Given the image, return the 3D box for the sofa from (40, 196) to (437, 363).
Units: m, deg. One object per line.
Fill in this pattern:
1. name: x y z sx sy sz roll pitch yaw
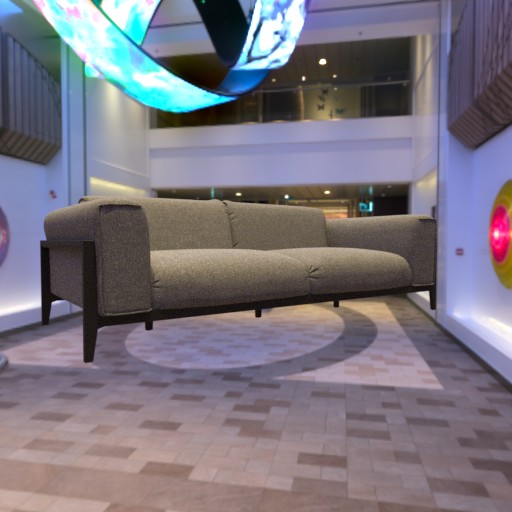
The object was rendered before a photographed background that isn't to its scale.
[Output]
1. sofa: 0.000 0.000 2.543 2.125 0.703 0.985 -1 2 -35
